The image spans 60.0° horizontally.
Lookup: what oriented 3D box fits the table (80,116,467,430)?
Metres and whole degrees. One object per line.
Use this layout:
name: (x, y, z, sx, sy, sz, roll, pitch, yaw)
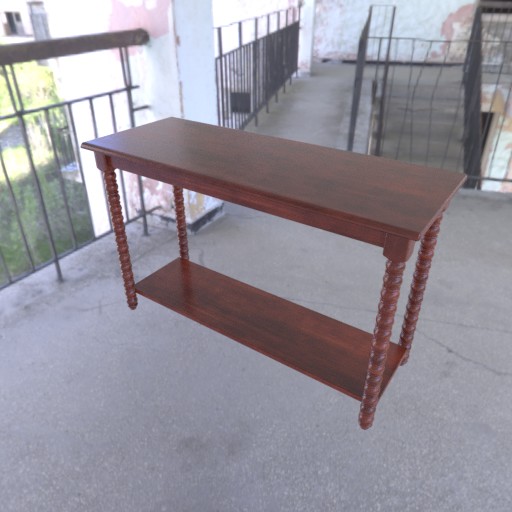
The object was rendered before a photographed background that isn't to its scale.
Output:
table: (0.000, 0.000, 1.602, 1.184, 0.740, 0.459, 20, 36, 29)
